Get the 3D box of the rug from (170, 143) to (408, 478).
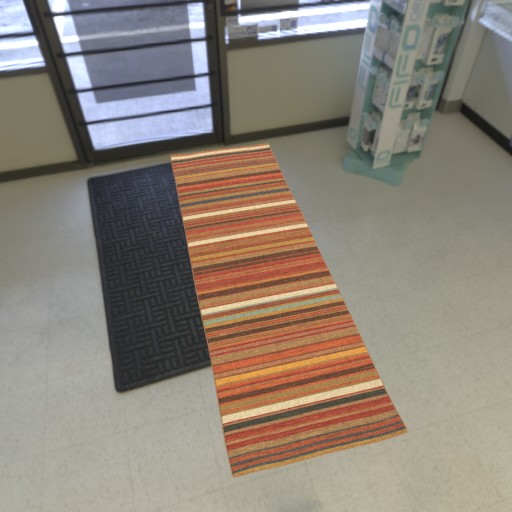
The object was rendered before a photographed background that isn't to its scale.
[{"bbox_3d":[0.000,0.000,2.721,0.799,0.030,2.444,-10,47,-9],"label":"rug"}]
